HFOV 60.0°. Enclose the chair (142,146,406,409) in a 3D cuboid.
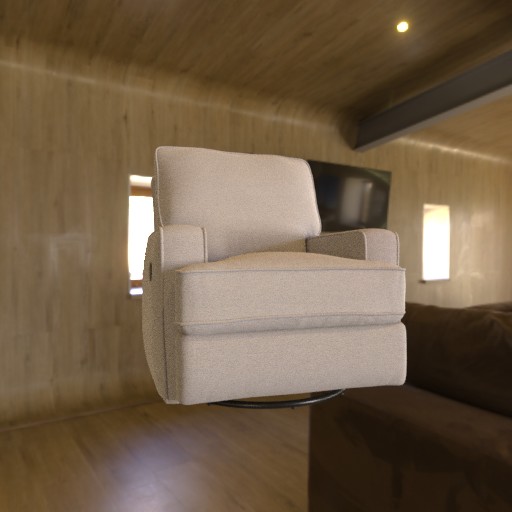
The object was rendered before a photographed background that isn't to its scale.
[{"bbox_3d":[0.000,0.000,1.773,0.861,0.964,0.969,0,0,-18],"label":"chair"}]
